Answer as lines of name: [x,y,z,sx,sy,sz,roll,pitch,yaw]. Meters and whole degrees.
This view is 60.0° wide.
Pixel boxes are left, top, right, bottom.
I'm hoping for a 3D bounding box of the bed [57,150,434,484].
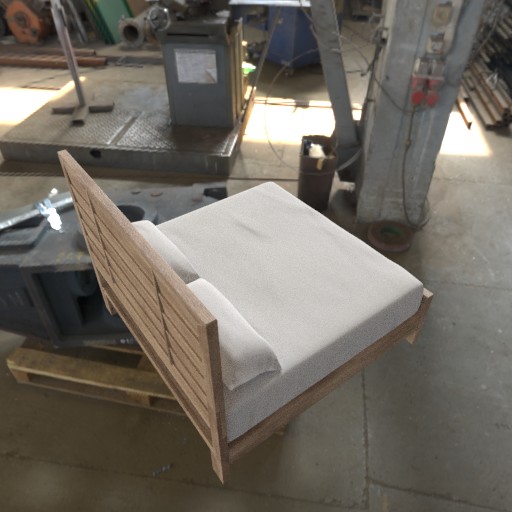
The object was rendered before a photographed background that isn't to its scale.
bed: [0.000,0.000,3.557,2.062,1.626,2.032,-26,47,-27]
